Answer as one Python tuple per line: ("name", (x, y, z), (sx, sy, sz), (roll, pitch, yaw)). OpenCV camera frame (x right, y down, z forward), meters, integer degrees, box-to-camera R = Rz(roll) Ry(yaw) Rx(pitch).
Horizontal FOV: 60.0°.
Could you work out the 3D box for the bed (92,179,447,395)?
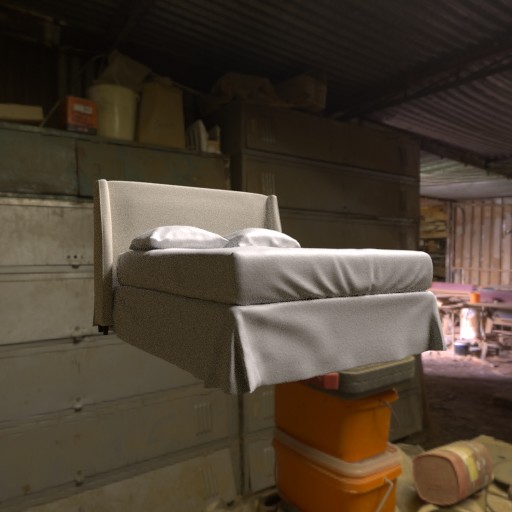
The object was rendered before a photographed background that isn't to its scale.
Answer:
("bed", (0.000, 0.000, 3.465), (1.925, 1.332, 2.276), (0, 0, -34))
